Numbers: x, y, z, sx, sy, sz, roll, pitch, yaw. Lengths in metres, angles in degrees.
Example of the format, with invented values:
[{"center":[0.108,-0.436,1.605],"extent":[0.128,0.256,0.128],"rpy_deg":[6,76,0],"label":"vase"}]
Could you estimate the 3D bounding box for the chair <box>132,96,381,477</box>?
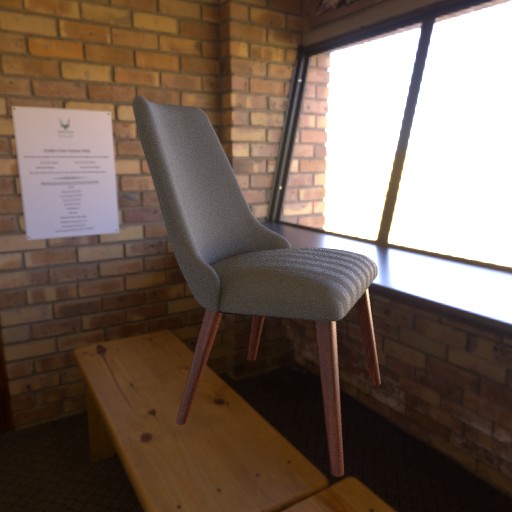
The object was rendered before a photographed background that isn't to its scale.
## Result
[{"center":[0.000,0.000,1.336],"extent":[0.707,0.918,0.535],"rpy_deg":[6,13,26],"label":"chair"}]
